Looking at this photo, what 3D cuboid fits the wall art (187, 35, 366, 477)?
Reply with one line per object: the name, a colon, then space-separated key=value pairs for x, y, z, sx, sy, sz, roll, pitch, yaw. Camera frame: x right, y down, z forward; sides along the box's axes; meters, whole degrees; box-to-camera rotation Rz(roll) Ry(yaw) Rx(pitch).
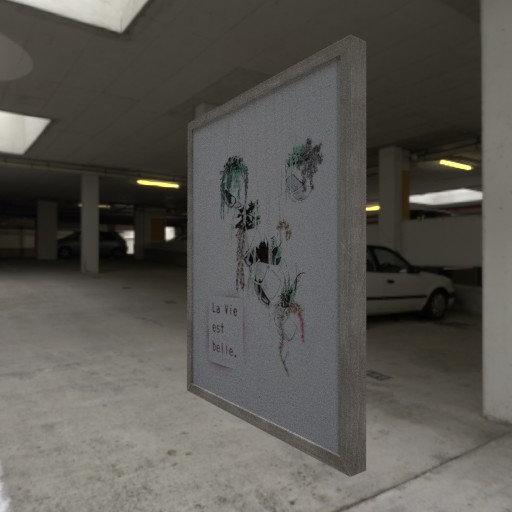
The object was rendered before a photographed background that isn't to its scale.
wall art: x=0.000 y=0.000 z=0.702 sx=0.032 sy=0.521 sz=0.421 roll=0 pitch=0 yaw=-36
